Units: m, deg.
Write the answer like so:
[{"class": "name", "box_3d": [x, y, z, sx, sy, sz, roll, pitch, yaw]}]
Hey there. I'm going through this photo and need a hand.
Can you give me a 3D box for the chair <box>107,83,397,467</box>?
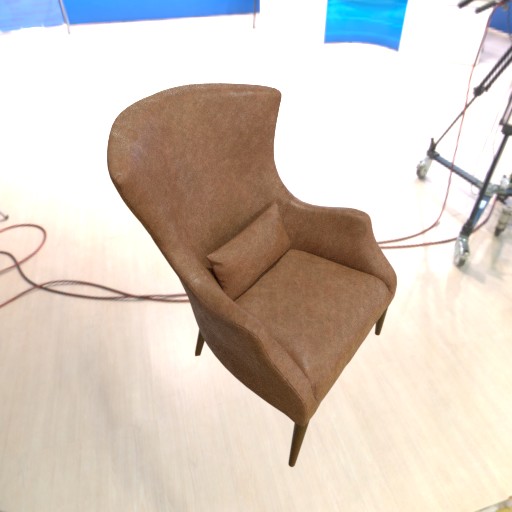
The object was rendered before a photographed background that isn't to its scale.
[{"class": "chair", "box_3d": [0.000, 0.000, 1.740, 0.955, 1.067, 0.846, 26, 47, 27]}]
